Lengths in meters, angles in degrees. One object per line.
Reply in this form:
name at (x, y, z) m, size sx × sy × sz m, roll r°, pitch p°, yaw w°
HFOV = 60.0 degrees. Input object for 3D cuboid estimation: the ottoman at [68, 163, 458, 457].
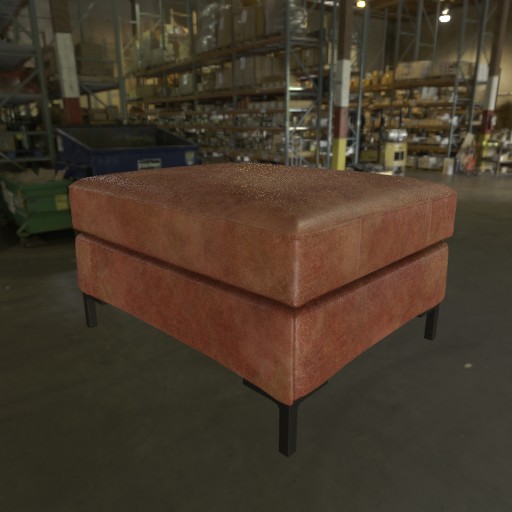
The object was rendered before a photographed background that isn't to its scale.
ottoman at (0.000, 0.000, 1.765) m, size 1.186 × 0.667 × 0.965 m, roll 16°, pitch 23°, yaw 42°
